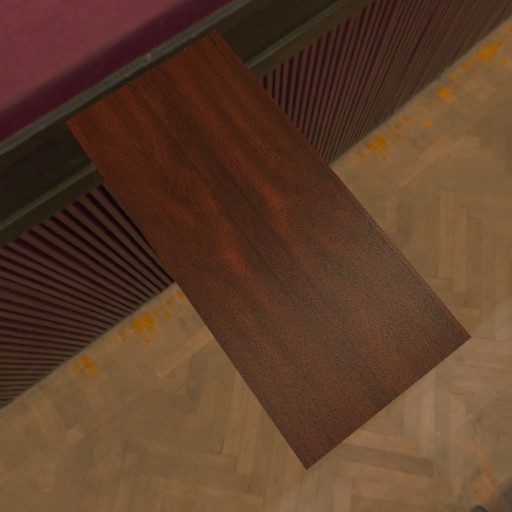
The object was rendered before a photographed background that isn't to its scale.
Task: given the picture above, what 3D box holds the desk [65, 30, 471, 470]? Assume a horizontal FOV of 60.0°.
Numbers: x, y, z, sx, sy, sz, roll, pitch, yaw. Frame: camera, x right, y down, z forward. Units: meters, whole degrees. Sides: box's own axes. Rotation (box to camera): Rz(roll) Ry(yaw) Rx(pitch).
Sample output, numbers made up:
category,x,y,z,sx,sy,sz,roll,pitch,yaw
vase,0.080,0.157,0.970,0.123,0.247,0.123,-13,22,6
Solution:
category,x,y,z,sx,sy,sz,roll,pitch,yaw
desk,0.000,0.000,2.162,0.734,1.031,1.577,-35,79,-8
